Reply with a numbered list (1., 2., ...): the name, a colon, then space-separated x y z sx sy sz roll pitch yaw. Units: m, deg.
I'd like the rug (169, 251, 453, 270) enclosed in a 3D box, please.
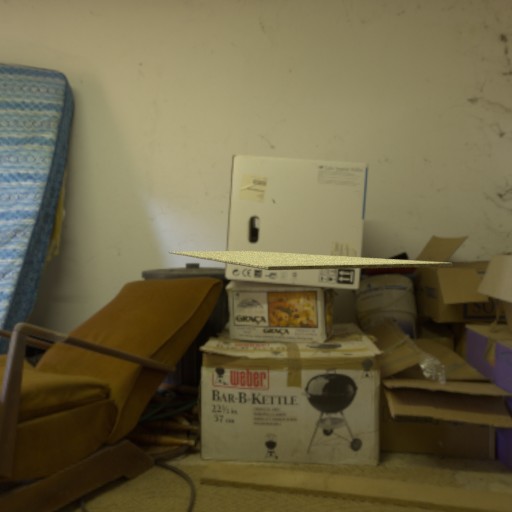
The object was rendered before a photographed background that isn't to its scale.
1. rug: 0.000 0.000 2.522 0.700 0.014 2.290 -1 2 -19
